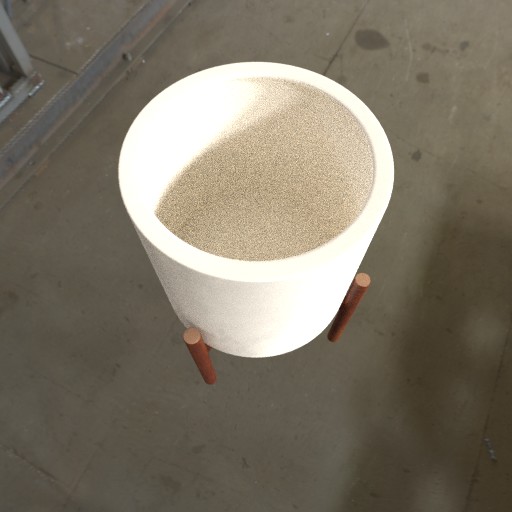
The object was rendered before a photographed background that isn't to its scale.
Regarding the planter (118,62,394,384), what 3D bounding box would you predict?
[{"bbox_3d":[0.000,0.000,0.973,0.417,0.670,0.417,-17,64,-8],"label":"planter"}]
